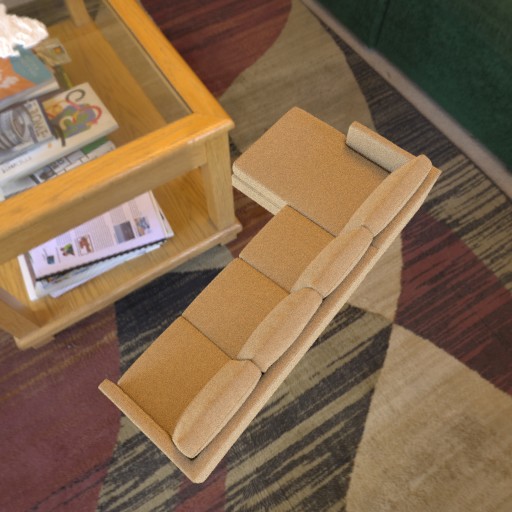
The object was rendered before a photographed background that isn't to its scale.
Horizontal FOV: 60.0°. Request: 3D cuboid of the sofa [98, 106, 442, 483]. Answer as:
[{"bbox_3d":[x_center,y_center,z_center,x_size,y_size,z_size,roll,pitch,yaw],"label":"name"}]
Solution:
[{"bbox_3d":[0.000,0.000,3.796,1.625,0.846,3.186,37,69,17],"label":"sofa"}]
